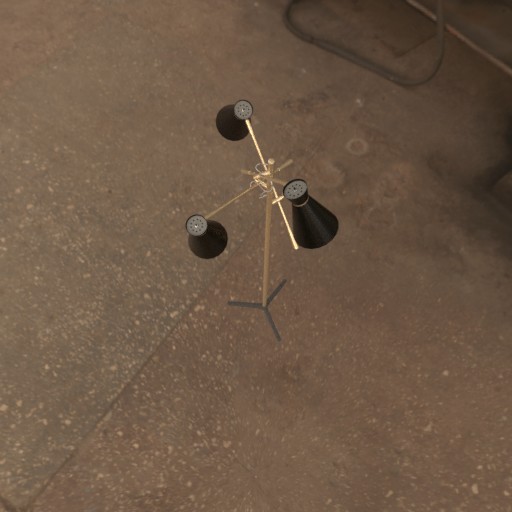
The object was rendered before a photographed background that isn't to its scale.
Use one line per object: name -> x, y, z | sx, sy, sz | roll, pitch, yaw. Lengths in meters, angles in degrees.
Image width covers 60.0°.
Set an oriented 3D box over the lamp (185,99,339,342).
lamp -> 0.000, 0.000, 2.184 | 0.750, 1.804, 0.653 | 34, 68, 16
